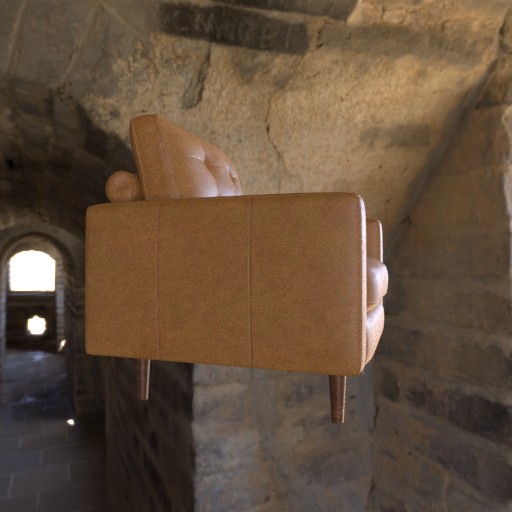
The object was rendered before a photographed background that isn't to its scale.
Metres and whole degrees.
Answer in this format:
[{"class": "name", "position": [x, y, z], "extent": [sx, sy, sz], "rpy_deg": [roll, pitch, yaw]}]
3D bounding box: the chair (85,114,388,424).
[{"class": "chair", "position": [0.000, 0.000, 1.547], "extent": [0.868, 0.896, 0.831], "rpy_deg": [0, -1, 19]}]
